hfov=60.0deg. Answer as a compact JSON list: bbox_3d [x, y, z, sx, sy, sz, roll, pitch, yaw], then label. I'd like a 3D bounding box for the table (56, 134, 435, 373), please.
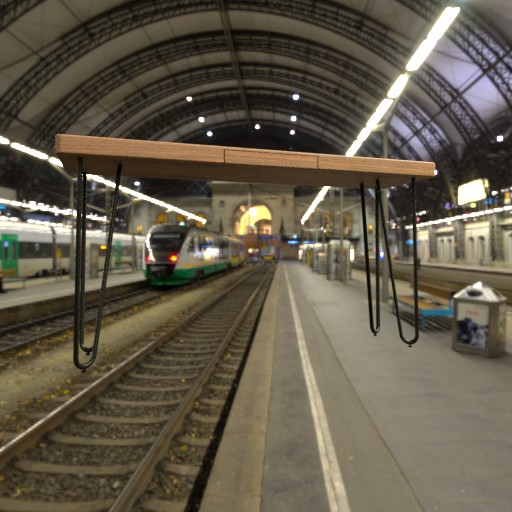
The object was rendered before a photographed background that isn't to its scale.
[{"bbox_3d":[0.000,0.000,1.945,1.570,0.834,0.425,0,0,-18],"label":"table"}]
